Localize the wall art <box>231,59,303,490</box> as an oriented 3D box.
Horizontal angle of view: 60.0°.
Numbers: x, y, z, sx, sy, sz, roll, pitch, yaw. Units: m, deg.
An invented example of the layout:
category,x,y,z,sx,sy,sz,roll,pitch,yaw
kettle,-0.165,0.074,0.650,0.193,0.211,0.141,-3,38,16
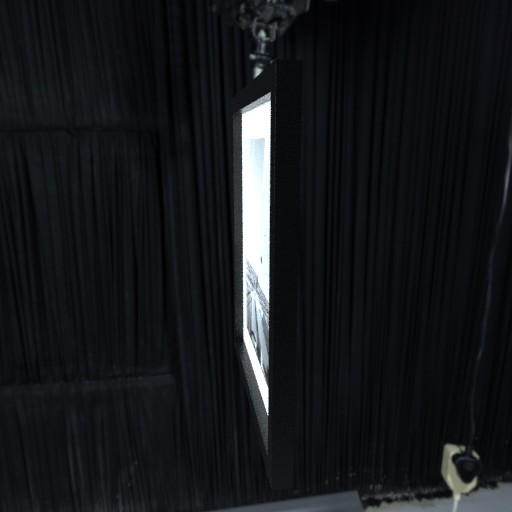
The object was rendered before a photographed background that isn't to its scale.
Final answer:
category,x,y,z,sx,sy,sz,roll,pitch,yaw
wall art,0.000,0.000,0.773,0.031,0.558,0.461,-2,14,-9
